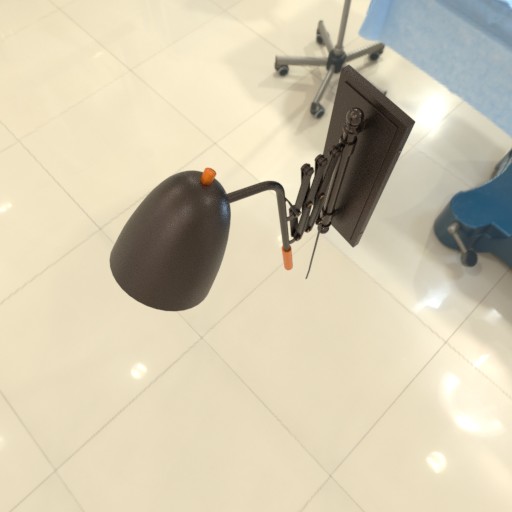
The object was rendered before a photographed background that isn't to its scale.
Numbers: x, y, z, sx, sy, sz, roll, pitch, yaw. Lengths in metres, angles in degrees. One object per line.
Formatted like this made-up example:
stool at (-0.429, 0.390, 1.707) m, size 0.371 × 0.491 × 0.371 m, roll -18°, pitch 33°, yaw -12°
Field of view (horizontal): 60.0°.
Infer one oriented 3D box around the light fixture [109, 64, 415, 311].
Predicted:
light fixture at (0.000, 0.000, 0.910) m, size 0.499 × 0.715 × 0.162 m, roll -34°, pitch 70°, yaw -15°
